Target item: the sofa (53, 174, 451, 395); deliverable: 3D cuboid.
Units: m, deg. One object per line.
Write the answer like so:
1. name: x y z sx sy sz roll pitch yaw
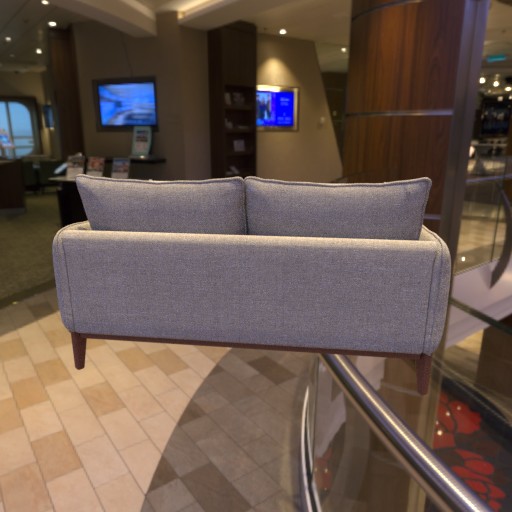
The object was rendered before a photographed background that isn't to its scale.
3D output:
1. sofa: 0.000 0.000 2.155 1.580 0.851 0.972 2 16 7
